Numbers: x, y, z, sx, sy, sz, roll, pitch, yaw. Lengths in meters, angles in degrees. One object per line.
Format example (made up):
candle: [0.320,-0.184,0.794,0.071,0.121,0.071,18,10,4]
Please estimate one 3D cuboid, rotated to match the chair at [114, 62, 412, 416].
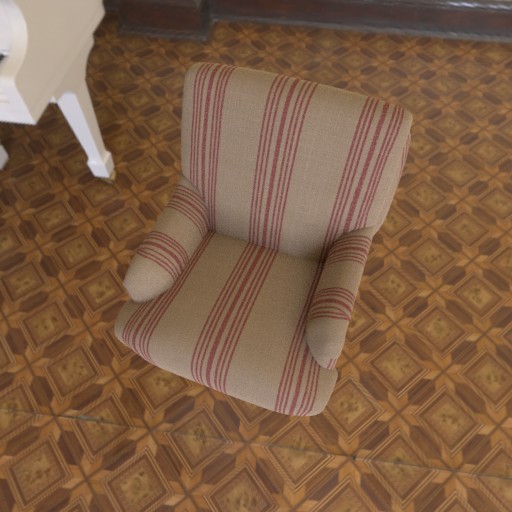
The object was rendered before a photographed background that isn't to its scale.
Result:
chair: [0.000,0.000,1.872,0.933,1.123,1.058,17,59,11]
